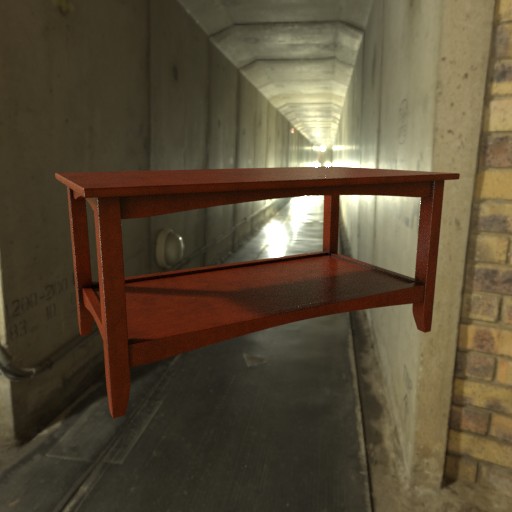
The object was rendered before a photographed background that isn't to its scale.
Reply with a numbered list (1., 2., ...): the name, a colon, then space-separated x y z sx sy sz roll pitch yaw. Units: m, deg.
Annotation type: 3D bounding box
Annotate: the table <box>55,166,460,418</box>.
1. table: 0.000 0.000 1.237 0.943 0.456 0.533 -7 16 -28
